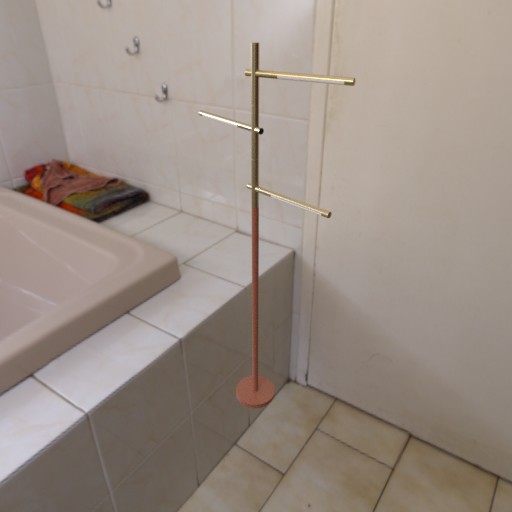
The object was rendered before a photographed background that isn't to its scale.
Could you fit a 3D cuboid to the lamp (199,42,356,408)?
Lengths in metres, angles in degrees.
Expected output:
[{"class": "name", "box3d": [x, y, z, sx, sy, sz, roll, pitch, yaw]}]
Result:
[{"class": "lamp", "box3d": [0.000, 0.000, 1.959, 0.737, 1.704, 0.209, 21, 36, 31]}]
